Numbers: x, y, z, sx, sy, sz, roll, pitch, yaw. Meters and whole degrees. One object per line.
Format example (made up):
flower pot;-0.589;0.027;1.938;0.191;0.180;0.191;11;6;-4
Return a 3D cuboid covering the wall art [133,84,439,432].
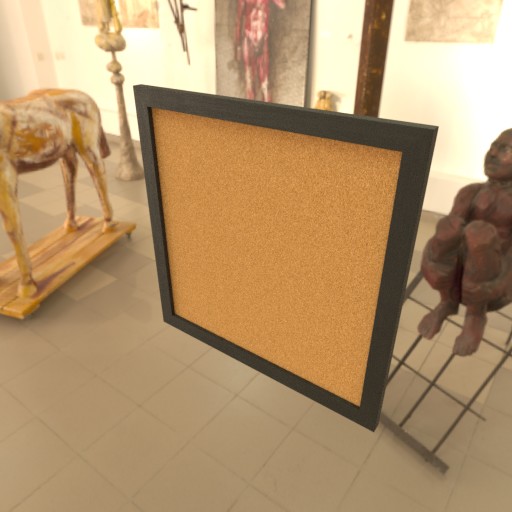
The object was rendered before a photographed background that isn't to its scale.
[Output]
wall art;0.000;0.000;1.520;1.016;1.016;0.038;20;35;31
